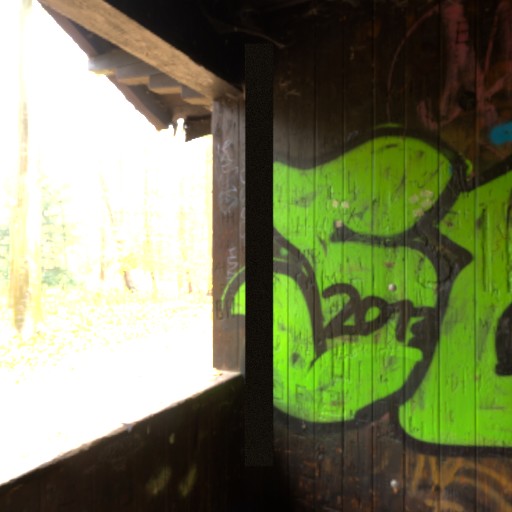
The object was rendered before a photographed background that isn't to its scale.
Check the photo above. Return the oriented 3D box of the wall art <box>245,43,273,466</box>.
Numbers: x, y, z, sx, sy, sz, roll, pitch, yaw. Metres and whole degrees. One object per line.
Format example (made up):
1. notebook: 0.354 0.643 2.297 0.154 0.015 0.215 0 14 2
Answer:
1. wall art: 0.000 0.000 0.753 0.030 0.454 0.554 0 0 -1
